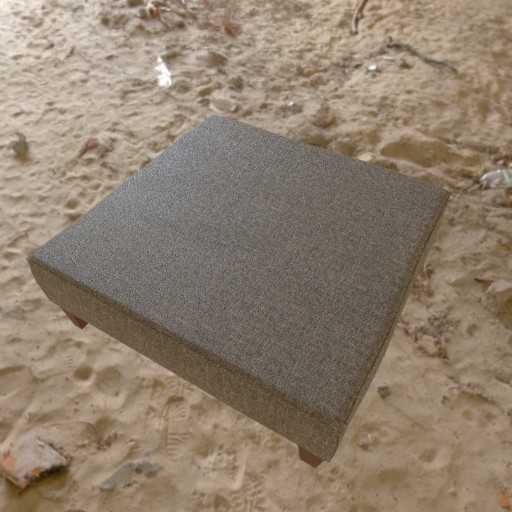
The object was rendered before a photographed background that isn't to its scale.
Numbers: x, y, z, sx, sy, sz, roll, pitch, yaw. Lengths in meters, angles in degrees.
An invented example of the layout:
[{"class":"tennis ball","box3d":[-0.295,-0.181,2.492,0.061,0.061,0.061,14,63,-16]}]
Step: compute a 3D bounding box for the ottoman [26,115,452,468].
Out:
[{"class":"ottoman","box3d":[0.000,0.000,1.508,1.016,0.379,0.981,23,51,20]}]
